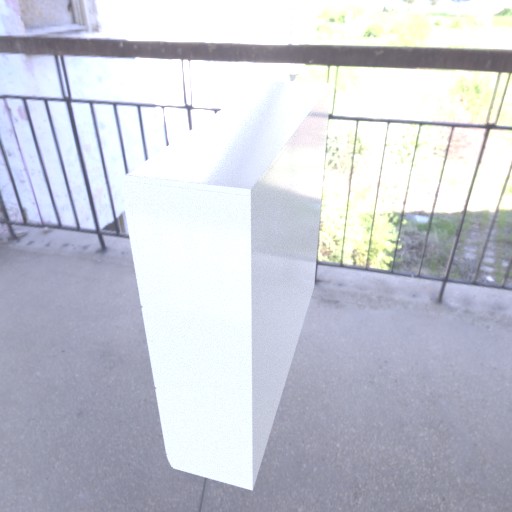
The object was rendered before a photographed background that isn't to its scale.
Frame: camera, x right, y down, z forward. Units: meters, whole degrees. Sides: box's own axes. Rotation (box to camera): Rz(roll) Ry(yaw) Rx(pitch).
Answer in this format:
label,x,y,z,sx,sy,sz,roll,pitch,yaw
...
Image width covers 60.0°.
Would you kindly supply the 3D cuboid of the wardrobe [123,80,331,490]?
label,x,y,z,sx,sy,sz,roll,pitch,yaw
wardrobe,0.000,0.000,1.914,0.360,1.200,1.340,8,32,14
